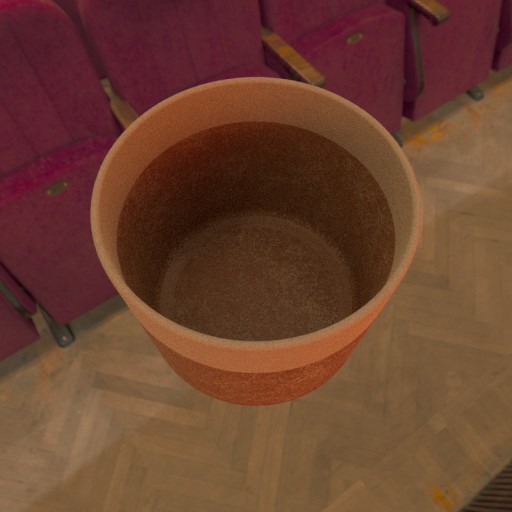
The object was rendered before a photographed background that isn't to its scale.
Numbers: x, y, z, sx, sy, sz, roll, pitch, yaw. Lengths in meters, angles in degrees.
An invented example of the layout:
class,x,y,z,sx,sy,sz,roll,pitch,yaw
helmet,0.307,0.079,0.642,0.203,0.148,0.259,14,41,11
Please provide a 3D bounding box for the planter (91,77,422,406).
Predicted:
class,x,y,z,sx,sy,sz,roll,pitch,yaw
planter,0.000,0.000,0.274,0.159,0.138,0.159,0,62,0
